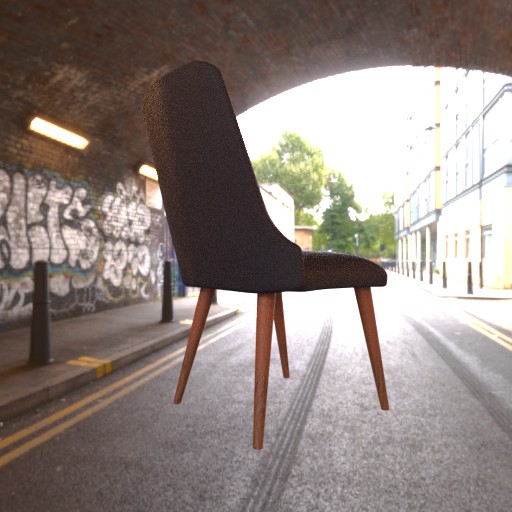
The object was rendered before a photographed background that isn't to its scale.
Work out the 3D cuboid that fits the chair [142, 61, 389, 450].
[{"bbox_3d":[0.000,0.000,1.187,0.567,0.820,0.504,0,0,-38],"label":"chair"}]
